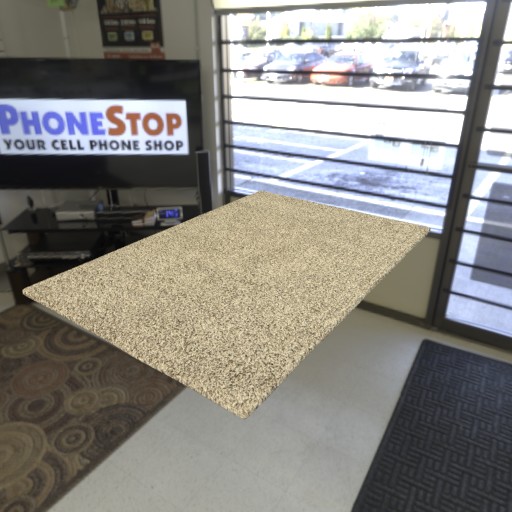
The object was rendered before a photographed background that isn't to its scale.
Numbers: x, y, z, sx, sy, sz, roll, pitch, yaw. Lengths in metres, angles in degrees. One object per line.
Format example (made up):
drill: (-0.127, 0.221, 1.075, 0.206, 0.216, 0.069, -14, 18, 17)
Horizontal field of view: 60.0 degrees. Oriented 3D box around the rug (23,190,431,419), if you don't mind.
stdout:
rug: (0.000, 0.000, 2.242, 1.219, 0.030, 1.778, 18, 31, 32)
